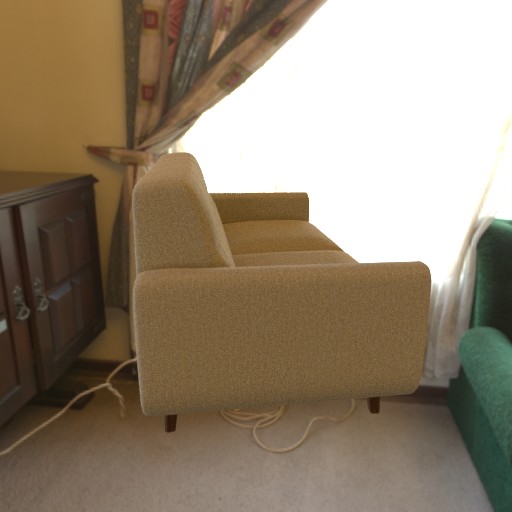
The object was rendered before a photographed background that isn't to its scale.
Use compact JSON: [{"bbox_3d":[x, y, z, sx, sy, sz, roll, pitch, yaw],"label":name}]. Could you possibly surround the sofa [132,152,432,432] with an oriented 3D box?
[{"bbox_3d":[0.000,0.000,2.148,0.952,0.925,1.651,-2,17,-8],"label":"sofa"}]
